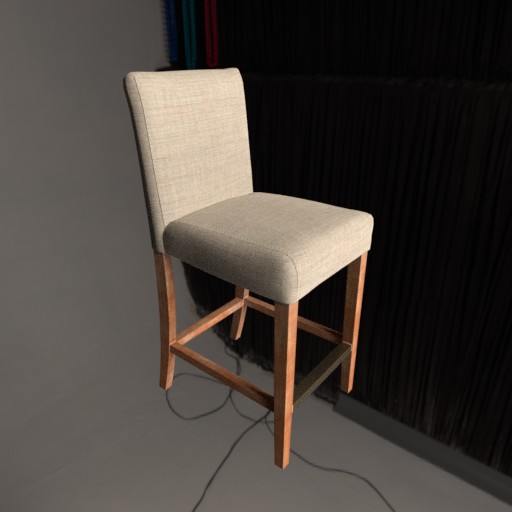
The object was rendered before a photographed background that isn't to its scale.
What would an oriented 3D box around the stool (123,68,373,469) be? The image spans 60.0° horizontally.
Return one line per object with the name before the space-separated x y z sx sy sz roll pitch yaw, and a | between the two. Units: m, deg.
stool | 0.000 0.000 1.353 0.567 1.039 0.454 18 31 34
